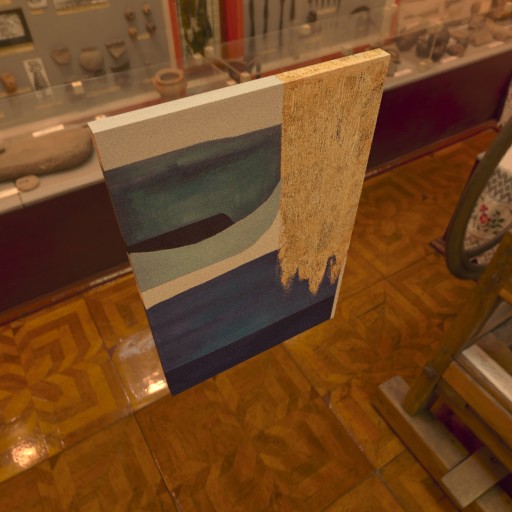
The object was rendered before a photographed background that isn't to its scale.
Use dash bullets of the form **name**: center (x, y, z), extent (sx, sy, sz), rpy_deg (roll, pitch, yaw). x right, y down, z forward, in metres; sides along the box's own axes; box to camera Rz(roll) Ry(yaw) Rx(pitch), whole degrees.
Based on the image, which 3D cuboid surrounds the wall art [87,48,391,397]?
- **wall art**: center (0.000, 0.000, 1.141), extent (0.607, 0.911, 0.039), rpy_deg (-22, 51, -20)
